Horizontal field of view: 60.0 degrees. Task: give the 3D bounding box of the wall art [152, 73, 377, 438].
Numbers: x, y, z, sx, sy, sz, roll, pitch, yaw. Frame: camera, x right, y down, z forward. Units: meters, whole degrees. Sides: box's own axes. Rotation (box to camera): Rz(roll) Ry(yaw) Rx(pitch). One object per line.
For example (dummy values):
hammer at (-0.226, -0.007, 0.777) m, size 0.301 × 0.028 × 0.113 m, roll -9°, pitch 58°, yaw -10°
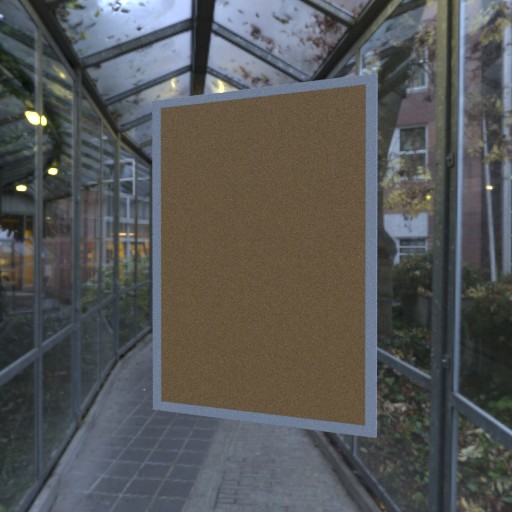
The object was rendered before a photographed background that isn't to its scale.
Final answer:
wall art at (0.000, 0.000, 1.251) m, size 0.659 × 0.940 × 0.013 m, roll 0°, pitch 1°, yaw 18°
